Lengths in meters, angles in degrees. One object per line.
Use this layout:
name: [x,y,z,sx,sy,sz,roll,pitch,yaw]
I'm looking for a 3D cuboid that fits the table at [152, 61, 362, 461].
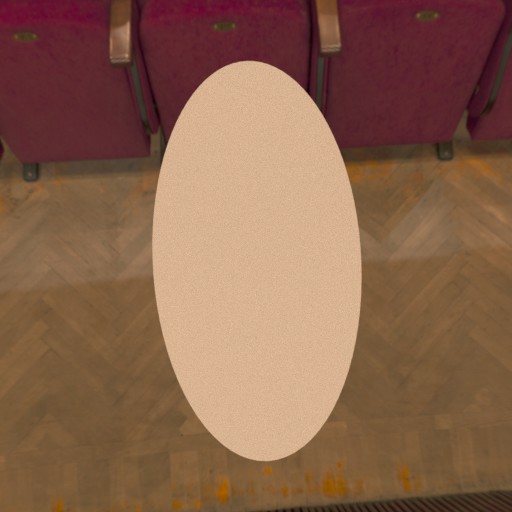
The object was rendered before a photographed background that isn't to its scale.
table: [0.000,0.000,1.347,0.542,0.390,1.083,-3,75,-1]
